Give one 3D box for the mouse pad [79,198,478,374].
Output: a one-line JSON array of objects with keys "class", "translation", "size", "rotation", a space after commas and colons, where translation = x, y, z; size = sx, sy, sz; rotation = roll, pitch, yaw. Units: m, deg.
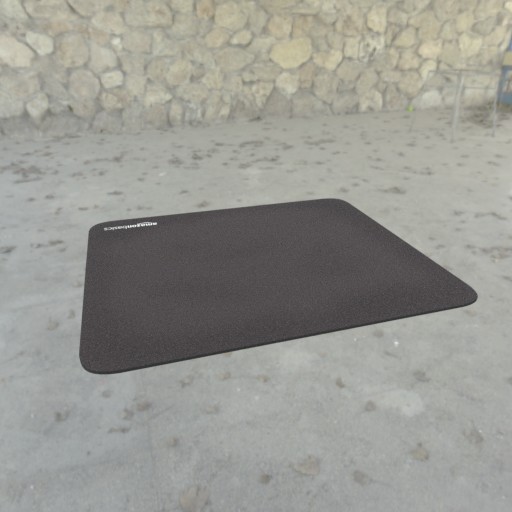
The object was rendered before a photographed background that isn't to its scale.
[{"class": "mouse pad", "translation": [0.000, 0.000, 0.341], "size": [0.249, 0.002, 0.211], "rotation": [-8, 28, -15]}]
